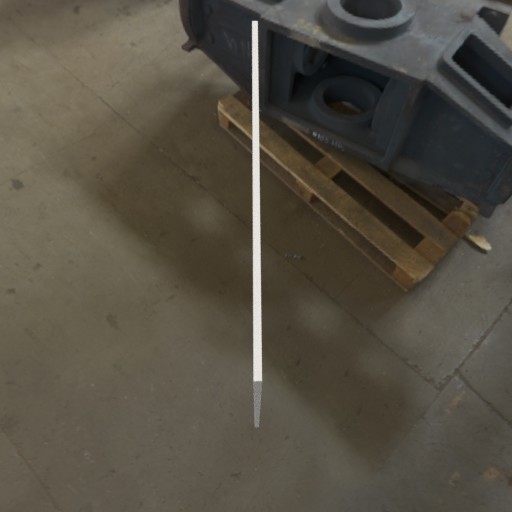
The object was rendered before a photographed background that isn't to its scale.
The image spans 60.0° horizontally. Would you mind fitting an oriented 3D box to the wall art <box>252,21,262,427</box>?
[{"bbox_3d":[0.000,0.000,0.833,0.009,0.559,0.558,0,64,0],"label":"wall art"}]
